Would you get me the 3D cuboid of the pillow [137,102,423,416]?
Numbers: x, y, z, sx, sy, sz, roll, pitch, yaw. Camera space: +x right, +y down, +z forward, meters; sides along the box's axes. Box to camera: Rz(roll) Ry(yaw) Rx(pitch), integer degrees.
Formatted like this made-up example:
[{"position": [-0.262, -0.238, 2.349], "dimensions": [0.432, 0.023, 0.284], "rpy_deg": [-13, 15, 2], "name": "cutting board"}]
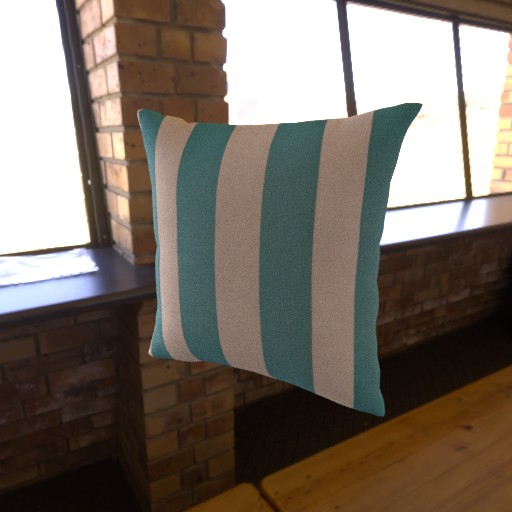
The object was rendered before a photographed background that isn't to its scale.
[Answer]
[{"position": [0.000, 0.000, 0.818], "dimensions": [0.536, 0.526, 0.189], "rpy_deg": [8, 17, 26], "name": "pillow"}]
